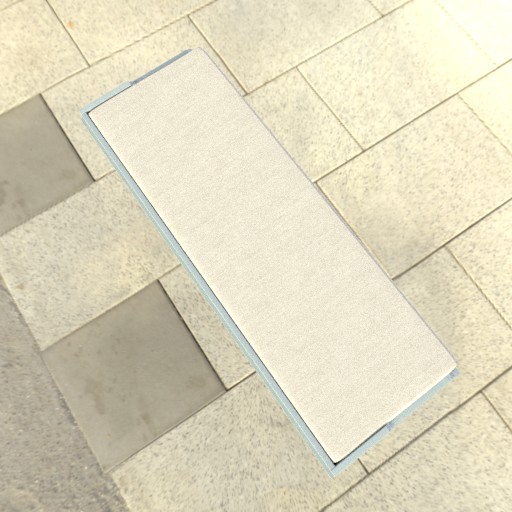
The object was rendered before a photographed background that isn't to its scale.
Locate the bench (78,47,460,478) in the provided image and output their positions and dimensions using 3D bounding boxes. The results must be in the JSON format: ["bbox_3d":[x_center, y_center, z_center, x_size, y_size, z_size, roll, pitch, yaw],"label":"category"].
[{"bbox_3d":[0.000,0.000,1.354,0.398,0.501,1.140,-35,78,-8],"label":"bench"}]
